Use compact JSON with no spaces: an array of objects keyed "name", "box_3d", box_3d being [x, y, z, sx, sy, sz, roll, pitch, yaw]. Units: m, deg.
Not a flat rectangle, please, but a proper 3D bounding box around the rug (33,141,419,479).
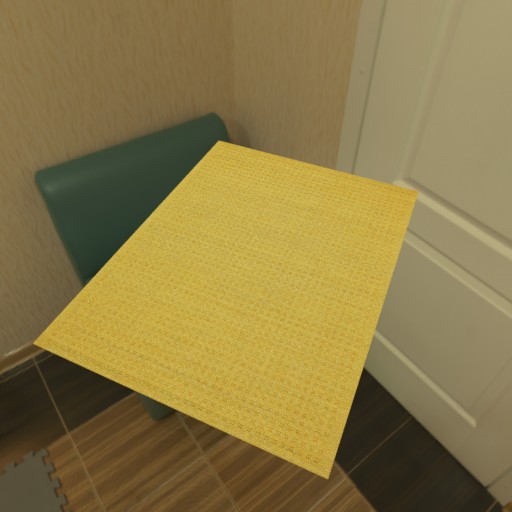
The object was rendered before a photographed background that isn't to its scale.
[{"name":"rug","box_3d":[0.000,0.000,4.242,2.486,0.015,3.242,18,50,16]}]
